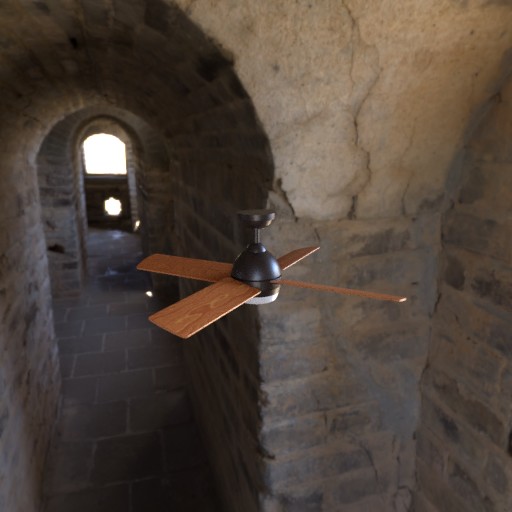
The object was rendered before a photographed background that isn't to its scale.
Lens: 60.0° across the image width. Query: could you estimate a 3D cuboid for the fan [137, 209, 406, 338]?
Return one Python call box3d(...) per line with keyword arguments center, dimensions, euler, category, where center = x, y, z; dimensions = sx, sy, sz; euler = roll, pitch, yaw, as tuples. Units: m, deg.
box3d(center=(0.000, 0.000, 2.028), dimensions=(1.332, 0.403, 1.332), euler=(7, 16, 27), category="fan")
